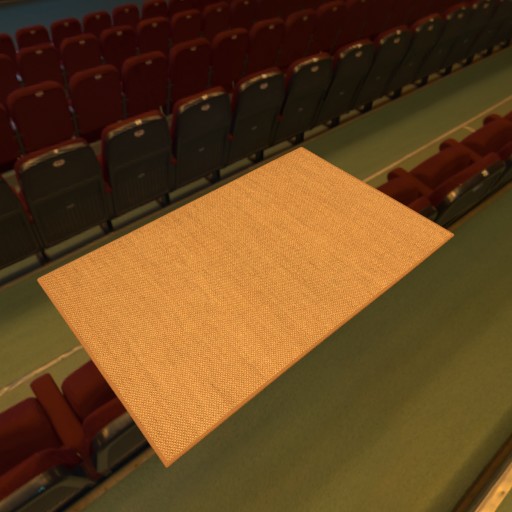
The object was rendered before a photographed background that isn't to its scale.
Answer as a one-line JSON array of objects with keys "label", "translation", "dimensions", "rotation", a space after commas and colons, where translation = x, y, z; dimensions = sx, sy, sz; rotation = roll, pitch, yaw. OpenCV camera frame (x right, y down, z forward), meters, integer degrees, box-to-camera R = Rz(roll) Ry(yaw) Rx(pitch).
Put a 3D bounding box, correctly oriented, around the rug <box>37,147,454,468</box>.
[{"label": "rug", "translation": [0.000, 0.000, 2.071], "dimensions": [1.668, 0.012, 1.061], "rotation": [-32, 53, -27]}]
